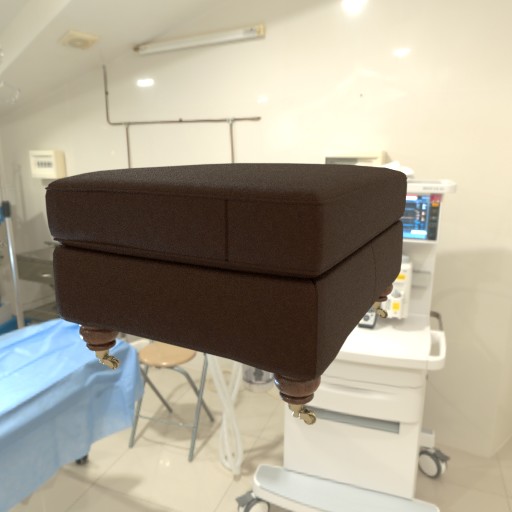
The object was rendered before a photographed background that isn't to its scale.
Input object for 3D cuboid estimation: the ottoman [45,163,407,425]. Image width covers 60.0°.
[{"bbox_3d":[0.000,0.000,1.793,0.967,0.730,1.187,7,15,27],"label":"ottoman"}]
